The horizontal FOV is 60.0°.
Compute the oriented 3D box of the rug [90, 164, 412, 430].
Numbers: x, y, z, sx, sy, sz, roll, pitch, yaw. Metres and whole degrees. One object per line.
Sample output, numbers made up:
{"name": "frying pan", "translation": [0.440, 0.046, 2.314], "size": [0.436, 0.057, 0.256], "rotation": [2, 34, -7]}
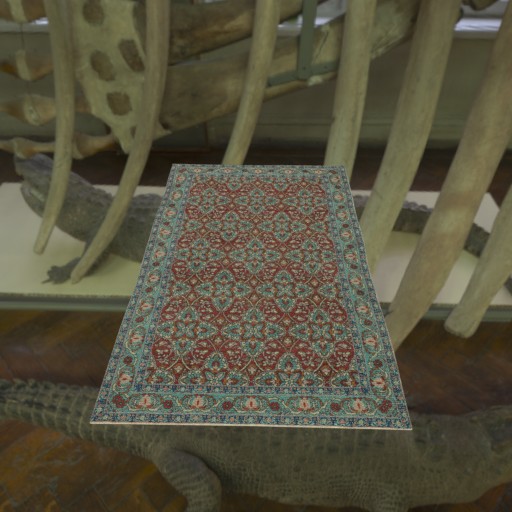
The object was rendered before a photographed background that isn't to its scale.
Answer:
{"name": "rug", "translation": [0.000, 0.000, 3.005], "size": [1.533, 0.011, 2.439], "rotation": [1, 41, 1]}
